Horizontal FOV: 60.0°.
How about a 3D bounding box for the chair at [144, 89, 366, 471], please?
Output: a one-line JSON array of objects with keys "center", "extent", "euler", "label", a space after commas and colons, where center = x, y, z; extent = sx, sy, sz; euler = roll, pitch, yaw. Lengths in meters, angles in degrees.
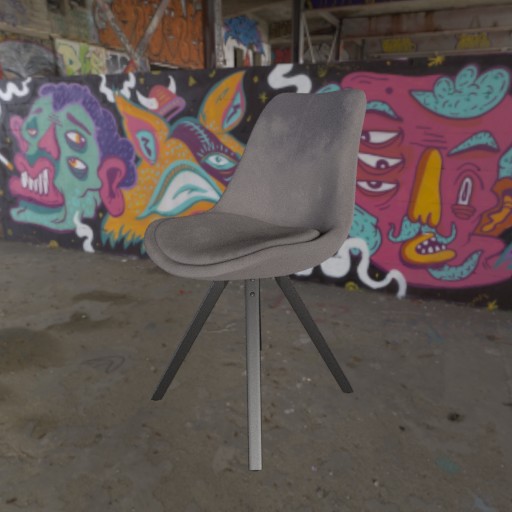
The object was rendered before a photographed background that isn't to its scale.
[{"center": [0.000, 0.000, 1.180], "extent": [0.476, 0.850, 0.550], "euler": [15, 22, 41], "label": "chair"}]
